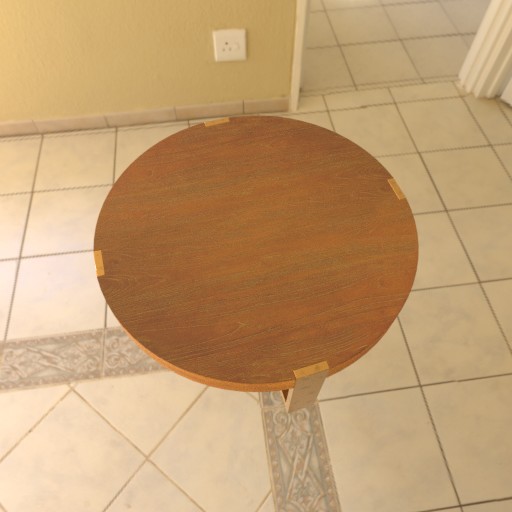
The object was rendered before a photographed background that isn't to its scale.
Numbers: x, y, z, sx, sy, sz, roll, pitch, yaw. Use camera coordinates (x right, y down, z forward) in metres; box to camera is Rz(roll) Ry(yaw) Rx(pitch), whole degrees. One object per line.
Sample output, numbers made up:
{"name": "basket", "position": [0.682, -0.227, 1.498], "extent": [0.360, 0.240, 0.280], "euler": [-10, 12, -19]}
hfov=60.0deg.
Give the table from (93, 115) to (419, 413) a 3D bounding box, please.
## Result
{"name": "table", "position": [0.000, 0.000, 1.710], "extent": [1.100, 0.420, 1.100], "euler": [0, 58, 0]}
